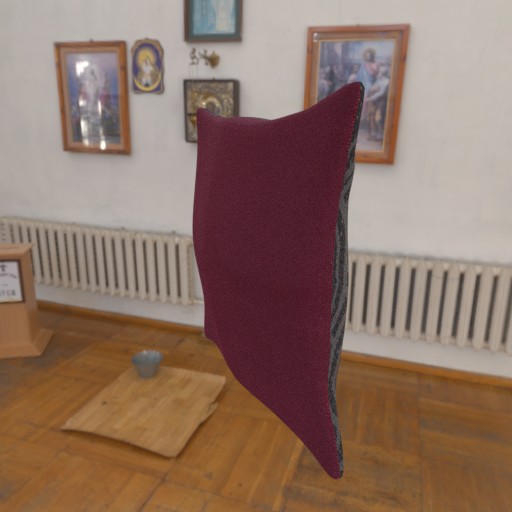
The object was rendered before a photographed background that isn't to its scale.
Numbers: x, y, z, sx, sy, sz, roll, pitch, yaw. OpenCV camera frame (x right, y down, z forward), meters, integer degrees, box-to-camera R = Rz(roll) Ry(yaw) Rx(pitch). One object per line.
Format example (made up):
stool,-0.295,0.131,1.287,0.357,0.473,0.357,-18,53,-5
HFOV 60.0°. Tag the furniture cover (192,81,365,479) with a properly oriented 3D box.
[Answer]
furniture cover,0.000,0.000,0.760,0.163,0.513,0.514,-7,16,-25
